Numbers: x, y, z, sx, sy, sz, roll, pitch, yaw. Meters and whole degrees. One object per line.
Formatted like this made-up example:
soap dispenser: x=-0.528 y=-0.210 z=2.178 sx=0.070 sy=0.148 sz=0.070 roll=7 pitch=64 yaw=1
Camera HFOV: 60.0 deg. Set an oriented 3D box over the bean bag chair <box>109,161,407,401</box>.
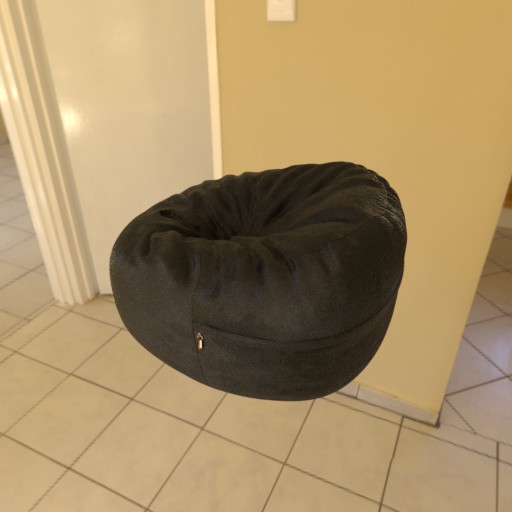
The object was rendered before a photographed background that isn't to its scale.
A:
bean bag chair: x=0.000 y=0.000 z=2.409 sx=1.524 sy=0.878 sz=1.524 roll=8 pitch=32 yaw=14
